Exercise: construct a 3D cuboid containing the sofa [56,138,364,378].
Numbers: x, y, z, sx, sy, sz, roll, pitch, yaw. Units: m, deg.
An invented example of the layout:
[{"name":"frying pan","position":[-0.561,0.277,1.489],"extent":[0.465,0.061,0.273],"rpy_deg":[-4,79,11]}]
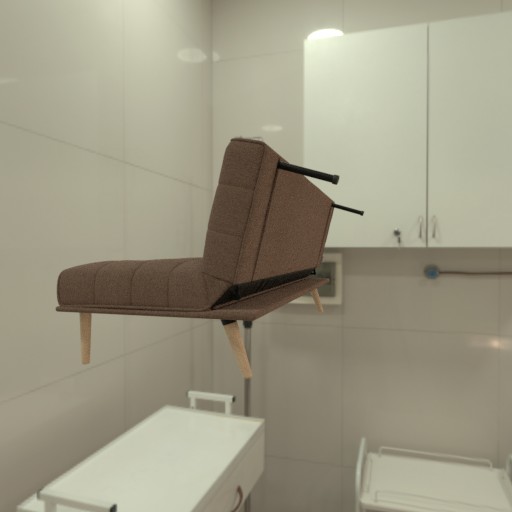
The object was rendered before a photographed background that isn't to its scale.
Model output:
[{"name":"sofa","position":[0.000,0.000,2.361],"extent":[1.038,0.810,1.820],"rpy_deg":[0,1,17]}]
